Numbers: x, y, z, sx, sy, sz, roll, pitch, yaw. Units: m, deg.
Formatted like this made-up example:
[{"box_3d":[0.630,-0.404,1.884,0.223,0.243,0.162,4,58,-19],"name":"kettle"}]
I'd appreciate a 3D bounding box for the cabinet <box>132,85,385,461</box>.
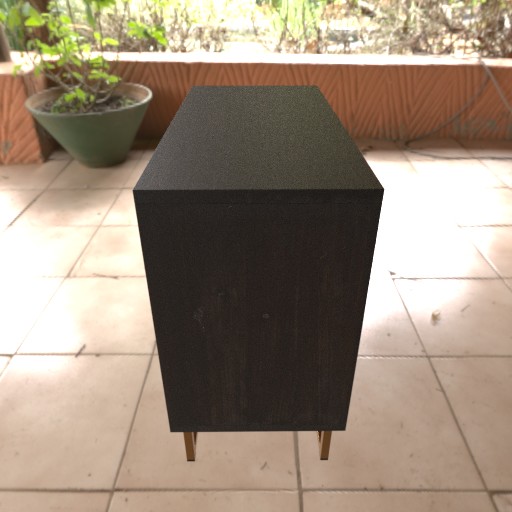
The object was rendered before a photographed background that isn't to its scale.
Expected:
[{"box_3d":[0.000,0.000,1.419,0.451,0.860,0.950,0,32,0],"name":"cabinet"}]
